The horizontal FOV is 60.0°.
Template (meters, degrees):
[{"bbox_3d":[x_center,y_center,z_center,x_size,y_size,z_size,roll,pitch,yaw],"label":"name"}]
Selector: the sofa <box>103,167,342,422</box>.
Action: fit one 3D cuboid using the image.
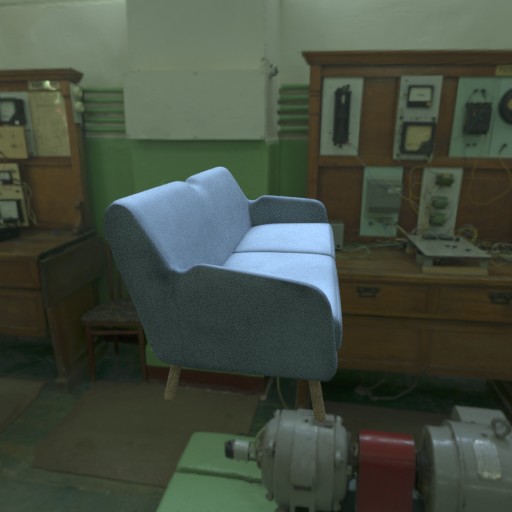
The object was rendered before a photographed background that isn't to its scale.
[{"bbox_3d":[0.000,0.000,2.352,0.850,0.810,1.870,2,16,8],"label":"sofa"}]
